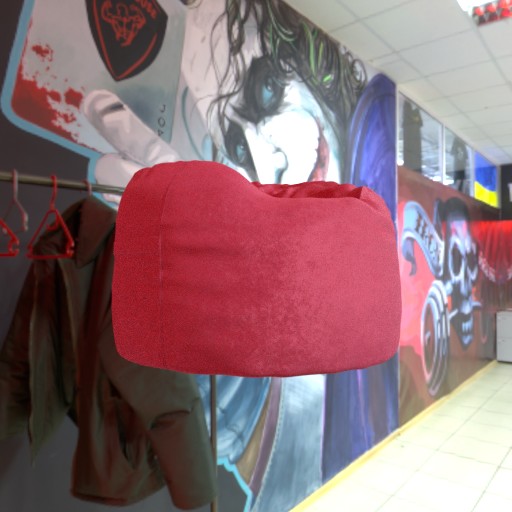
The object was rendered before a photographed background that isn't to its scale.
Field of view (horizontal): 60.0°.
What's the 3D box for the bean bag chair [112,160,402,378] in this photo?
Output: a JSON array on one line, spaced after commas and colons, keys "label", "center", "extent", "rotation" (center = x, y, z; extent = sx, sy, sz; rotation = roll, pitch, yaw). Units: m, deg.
[{"label": "bean bag chair", "center": [0.000, 0.000, 1.951], "extent": [1.218, 0.788, 1.218], "rotation": [0, -1, 0]}]
